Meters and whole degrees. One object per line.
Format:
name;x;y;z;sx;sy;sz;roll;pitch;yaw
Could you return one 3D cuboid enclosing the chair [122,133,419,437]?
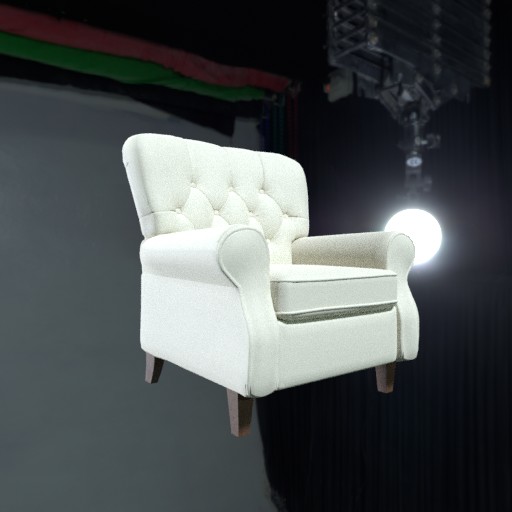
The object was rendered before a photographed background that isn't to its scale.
chair;0.000;0.000;2.020;1.035;1.169;1.132;-1;1;-36
